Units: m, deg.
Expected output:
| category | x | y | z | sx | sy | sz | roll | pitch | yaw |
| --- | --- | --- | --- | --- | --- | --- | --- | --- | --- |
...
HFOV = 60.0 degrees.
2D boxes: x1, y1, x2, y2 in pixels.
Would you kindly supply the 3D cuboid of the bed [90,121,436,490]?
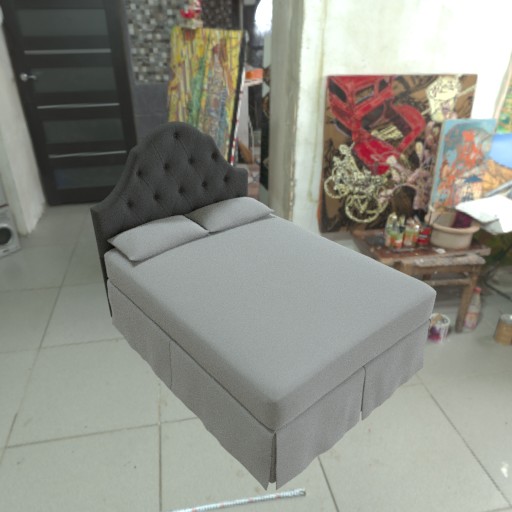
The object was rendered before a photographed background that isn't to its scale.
| category | x | y | z | sx | sy | sz | roll | pitch | yaw |
| --- | --- | --- | --- | --- | --- | --- | --- | --- | --- |
| bed | 0.000 | 0.000 | 3.238 | 1.636 | 1.575 | 2.155 | -22 | 36 | -35 |
